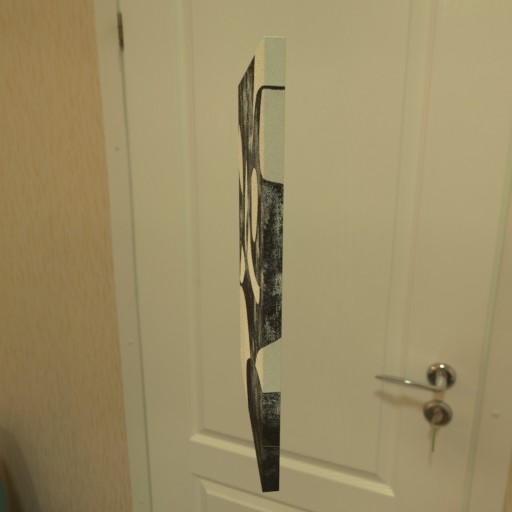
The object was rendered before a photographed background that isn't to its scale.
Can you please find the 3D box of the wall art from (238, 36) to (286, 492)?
[{"bbox_3d":[0.000,0.000,1.156,0.041,0.915,0.610,-2,14,-6],"label":"wall art"}]
